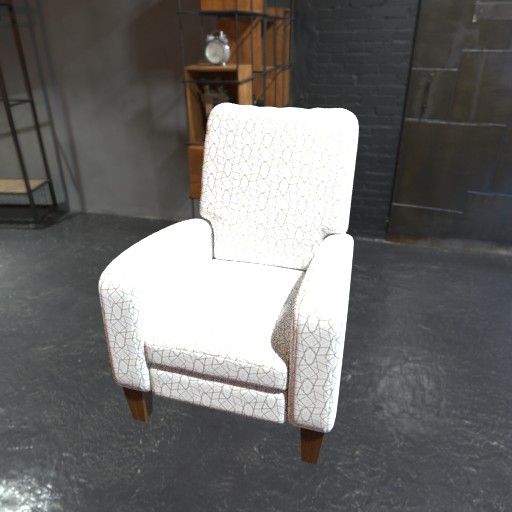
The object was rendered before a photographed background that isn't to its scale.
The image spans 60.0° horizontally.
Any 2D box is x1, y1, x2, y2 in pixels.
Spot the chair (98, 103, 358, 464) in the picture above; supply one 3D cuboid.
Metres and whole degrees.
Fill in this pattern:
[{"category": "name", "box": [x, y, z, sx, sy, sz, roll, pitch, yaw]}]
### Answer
[{"category": "chair", "box": [0.000, 0.000, 1.769, 0.796, 1.064, 0.995, 8, 27, 15]}]
